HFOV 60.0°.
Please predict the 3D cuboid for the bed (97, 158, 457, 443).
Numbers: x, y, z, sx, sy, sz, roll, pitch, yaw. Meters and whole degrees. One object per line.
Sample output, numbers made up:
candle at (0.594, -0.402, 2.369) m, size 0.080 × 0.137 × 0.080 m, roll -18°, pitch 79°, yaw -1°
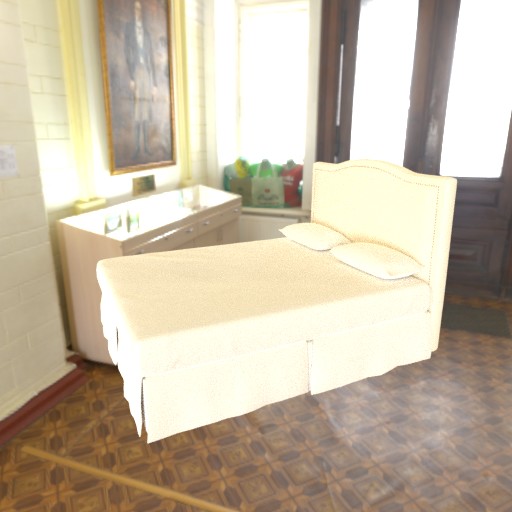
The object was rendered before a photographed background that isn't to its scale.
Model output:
bed at (0.000, 0.000, 3.486) m, size 2.282 × 1.436 × 1.821 m, roll -7°, pitch 18°, yaw -24°
